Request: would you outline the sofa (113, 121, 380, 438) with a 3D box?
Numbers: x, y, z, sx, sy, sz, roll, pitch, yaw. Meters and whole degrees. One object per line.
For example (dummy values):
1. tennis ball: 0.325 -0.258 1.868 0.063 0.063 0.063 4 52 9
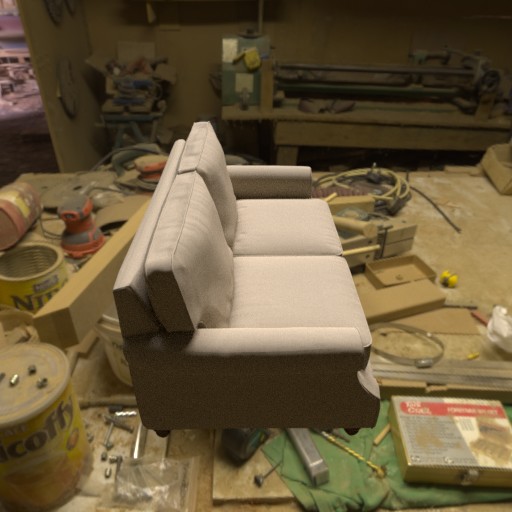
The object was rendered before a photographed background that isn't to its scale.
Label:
1. sofa: 0.000 0.000 2.220 0.964 0.937 1.665 0 33 -1
